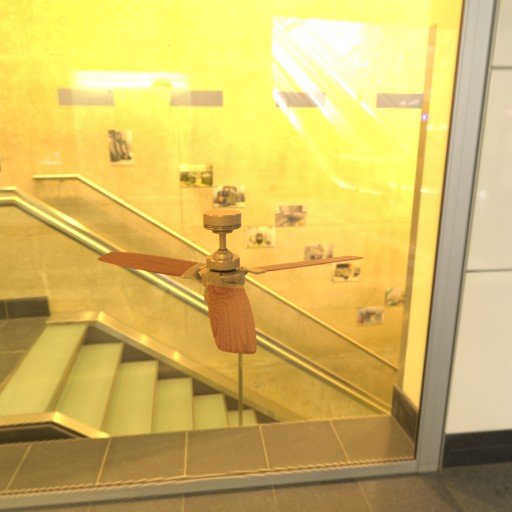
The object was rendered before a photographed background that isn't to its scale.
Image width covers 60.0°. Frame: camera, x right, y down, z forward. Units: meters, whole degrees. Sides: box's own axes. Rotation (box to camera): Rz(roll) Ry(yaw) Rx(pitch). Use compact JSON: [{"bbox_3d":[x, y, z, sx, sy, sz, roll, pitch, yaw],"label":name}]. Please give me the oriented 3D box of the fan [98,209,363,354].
[{"bbox_3d":[0.000,0.000,2.087,1.271,0.425,1.416,-7,16,-25],"label":"fan"}]
